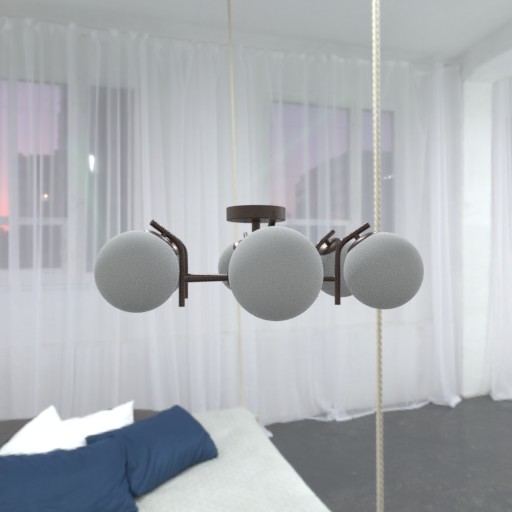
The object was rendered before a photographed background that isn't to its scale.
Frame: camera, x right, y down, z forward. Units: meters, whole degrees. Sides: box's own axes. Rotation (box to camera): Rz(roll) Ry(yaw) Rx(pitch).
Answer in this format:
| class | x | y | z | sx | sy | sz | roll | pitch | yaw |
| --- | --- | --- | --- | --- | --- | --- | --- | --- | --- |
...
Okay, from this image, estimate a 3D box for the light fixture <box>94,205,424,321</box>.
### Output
| class | x | y | z | sx | sy | sz | roll | pitch | yaw |
| --- | --- | --- | --- | --- | --- | --- | --- | --- | --- |
| light fixture | 0.000 | 0.000 | 0.934 | 0.662 | 0.201 | 0.662 | 0 | 0 | 0 |
